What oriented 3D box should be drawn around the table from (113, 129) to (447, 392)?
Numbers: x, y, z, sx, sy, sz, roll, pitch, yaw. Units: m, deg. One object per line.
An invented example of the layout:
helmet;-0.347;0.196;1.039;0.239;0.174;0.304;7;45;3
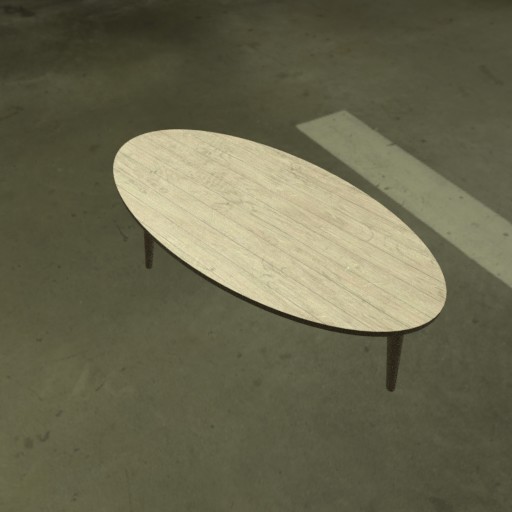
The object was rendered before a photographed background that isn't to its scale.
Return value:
table;0.000;0.000;1.363;1.083;0.390;0.542;33;54;28
